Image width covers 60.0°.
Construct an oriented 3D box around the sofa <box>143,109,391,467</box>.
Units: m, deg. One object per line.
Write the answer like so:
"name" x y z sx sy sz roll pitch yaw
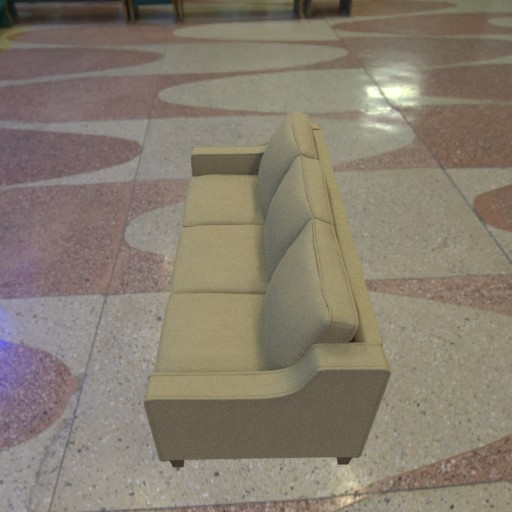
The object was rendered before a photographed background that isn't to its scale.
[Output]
"sofa" 0.000 0.000 2.488 0.911 0.974 1.986 -1 41 -1
